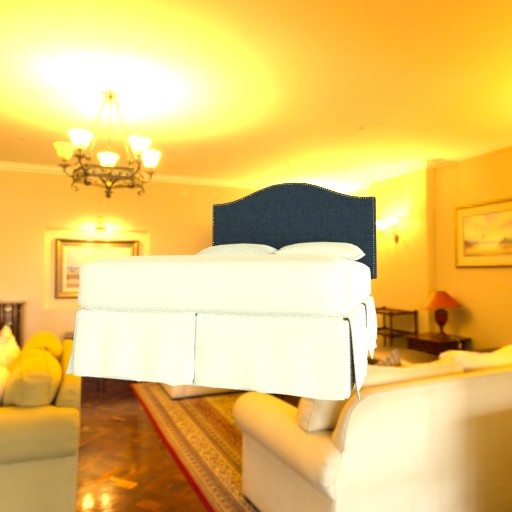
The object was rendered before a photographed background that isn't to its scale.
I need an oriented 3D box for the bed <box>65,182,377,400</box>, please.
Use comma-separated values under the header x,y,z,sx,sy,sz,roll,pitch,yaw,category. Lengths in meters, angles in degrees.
x,y,z,sx,sy,sz,roll,pitch,yaw,category
0.000,0.000,3.375,1.713,1.518,2.153,-1,-2,18,bed
